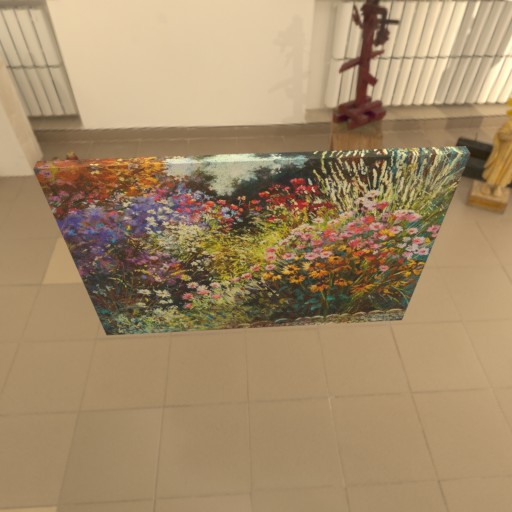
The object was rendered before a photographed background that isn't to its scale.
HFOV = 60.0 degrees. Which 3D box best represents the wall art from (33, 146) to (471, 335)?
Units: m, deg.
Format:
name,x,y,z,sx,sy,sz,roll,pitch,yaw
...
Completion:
name,x,y,z,sx,sy,sz,roll,pitch,yaw
wall art,0.000,0.000,1.439,1.136,0.760,0.042,-3,47,-2
